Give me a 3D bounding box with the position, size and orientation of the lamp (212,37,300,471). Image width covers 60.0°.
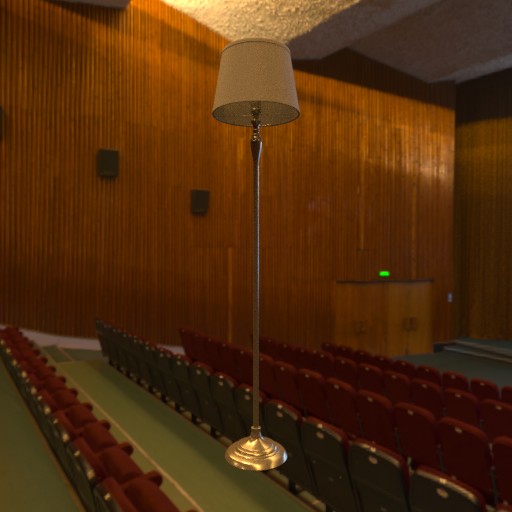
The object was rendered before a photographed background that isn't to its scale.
[{"bbox_3d":[0.000,0.000,1.663,0.327,1.506,0.327,-1,1,-36],"label":"lamp"}]
